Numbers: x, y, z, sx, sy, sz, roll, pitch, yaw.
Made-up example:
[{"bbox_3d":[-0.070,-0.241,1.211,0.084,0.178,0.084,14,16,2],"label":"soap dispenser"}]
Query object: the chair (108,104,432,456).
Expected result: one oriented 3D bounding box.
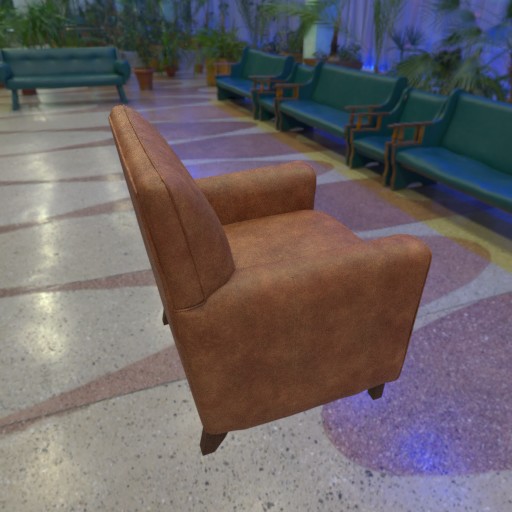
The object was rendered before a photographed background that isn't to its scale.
[{"bbox_3d":[0.000,0.000,1.574,0.823,0.943,0.870,-11,32,-17],"label":"chair"}]
